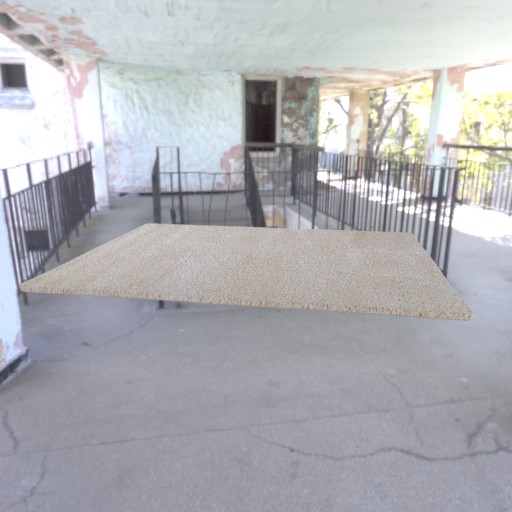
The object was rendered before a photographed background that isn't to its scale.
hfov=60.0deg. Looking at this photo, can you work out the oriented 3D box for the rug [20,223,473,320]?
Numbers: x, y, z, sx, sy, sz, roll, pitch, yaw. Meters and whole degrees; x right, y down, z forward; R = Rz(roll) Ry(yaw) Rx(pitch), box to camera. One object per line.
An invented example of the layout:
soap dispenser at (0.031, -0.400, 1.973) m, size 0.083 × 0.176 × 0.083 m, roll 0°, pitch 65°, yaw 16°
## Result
rug at (0.000, 0.000, 2.091) m, size 1.600 × 0.025 × 1.199 m, roll 3°, pitch 16°, yaw 9°
